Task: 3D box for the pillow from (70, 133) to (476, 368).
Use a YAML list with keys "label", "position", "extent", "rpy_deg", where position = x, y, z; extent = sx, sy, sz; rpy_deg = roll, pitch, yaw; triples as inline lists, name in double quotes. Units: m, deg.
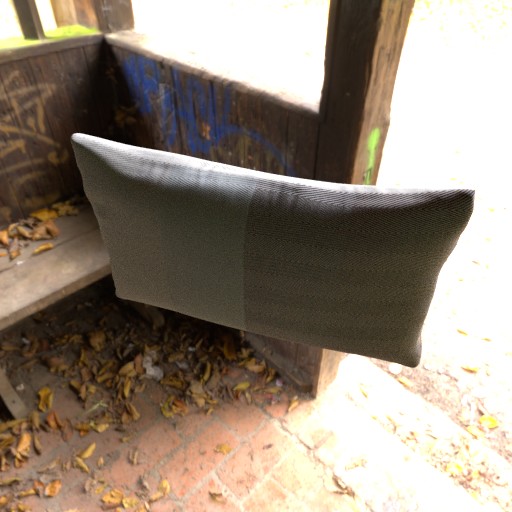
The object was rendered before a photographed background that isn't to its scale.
- label: "pillow"
  position: [0.000, 0.000, 0.619]
  extent: [0.506, 0.305, 0.139]
  rpy_deg: [11, 42, 13]
